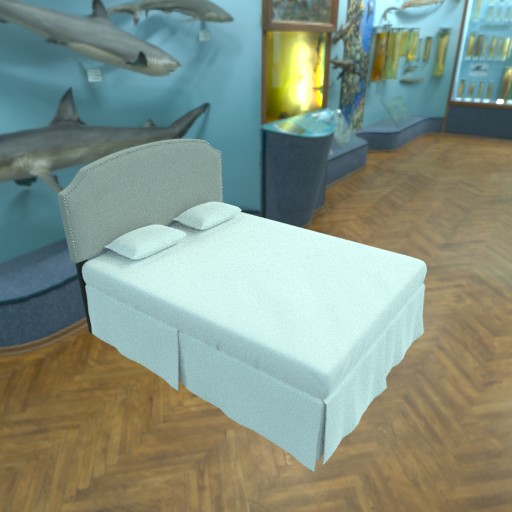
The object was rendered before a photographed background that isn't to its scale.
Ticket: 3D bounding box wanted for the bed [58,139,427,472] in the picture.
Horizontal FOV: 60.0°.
[{"bbox_3d":[0.000,0.000,3.000,1.999,1.270,1.558,18,31,32],"label":"bed"}]
